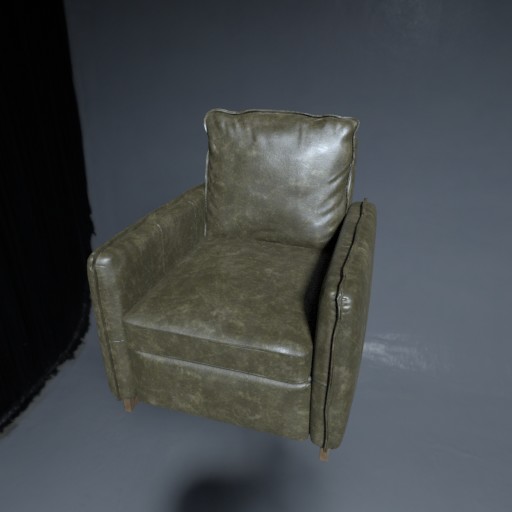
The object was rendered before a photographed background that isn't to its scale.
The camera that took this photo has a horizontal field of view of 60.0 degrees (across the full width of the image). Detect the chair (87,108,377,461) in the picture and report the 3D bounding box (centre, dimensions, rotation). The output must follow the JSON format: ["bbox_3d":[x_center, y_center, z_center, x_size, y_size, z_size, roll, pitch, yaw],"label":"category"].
[{"bbox_3d":[0.000,0.000,1.598,0.830,0.921,0.921,8,27,15],"label":"chair"}]
